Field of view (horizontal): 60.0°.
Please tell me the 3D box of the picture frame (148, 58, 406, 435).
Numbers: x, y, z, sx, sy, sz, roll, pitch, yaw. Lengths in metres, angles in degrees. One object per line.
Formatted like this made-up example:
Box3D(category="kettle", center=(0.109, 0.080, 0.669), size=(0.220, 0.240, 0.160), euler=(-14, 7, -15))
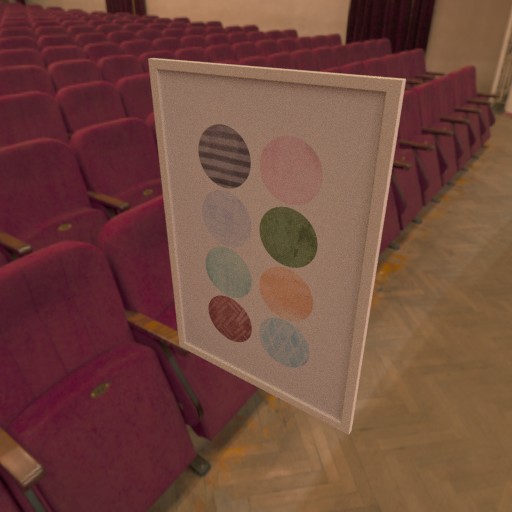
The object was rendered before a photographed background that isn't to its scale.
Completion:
Box3D(category="picture frame", center=(0.000, 0.000, 0.834), size=(0.457, 0.657, 0.013), euler=(19, 34, 30))
